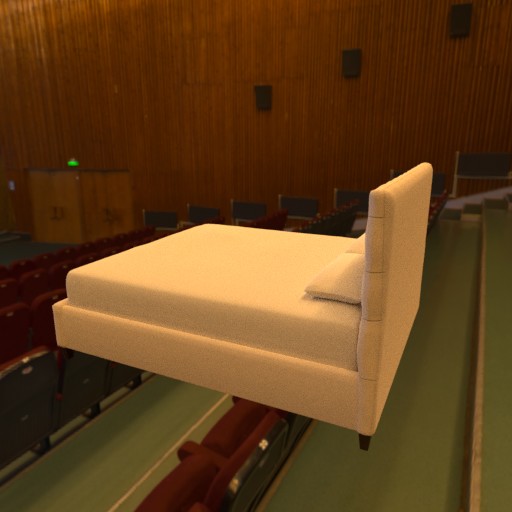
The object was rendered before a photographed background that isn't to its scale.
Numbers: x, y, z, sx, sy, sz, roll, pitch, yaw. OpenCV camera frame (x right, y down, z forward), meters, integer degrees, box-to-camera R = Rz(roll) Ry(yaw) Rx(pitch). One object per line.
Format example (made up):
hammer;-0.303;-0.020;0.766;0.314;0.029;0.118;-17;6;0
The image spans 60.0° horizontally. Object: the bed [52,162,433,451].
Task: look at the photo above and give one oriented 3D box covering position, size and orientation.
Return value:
bed;0.000;0.000;3.586;2.387;1.427;2.078;8;17;25
